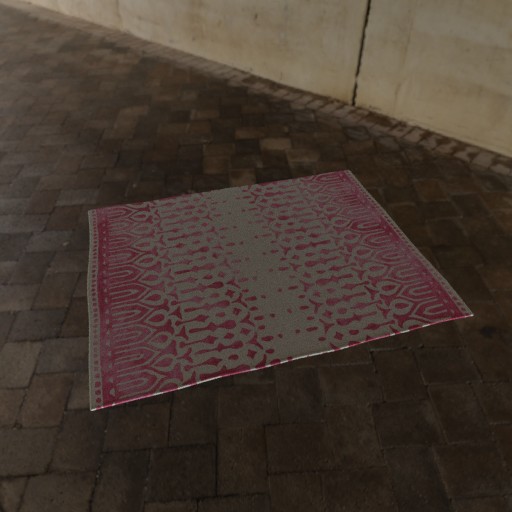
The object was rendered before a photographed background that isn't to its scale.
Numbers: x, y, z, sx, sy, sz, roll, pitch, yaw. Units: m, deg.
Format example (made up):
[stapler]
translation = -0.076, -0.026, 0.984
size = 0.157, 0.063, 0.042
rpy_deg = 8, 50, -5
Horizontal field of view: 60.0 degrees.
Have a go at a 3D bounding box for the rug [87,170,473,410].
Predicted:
[rug]
translation = 0.000, 0.000, 4.226
size = 3.095, 0.016, 2.441
rpy_deg = -11, 43, -12
